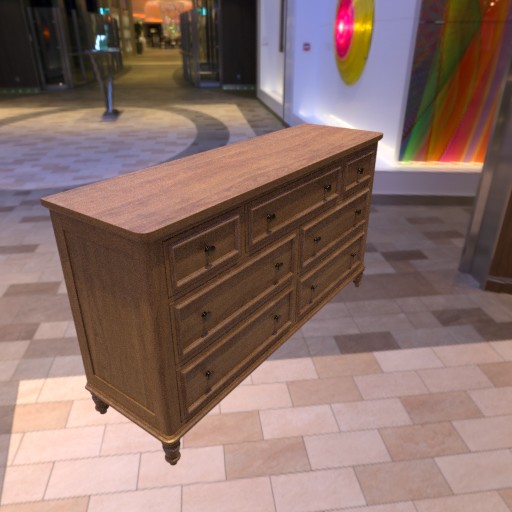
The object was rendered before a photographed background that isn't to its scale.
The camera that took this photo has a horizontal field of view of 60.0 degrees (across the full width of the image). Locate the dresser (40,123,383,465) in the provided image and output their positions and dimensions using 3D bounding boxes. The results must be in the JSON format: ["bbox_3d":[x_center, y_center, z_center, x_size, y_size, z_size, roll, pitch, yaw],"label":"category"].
[{"bbox_3d":[0.000,0.000,1.994,0.468,0.892,1.583,18,32,32],"label":"dresser"}]
